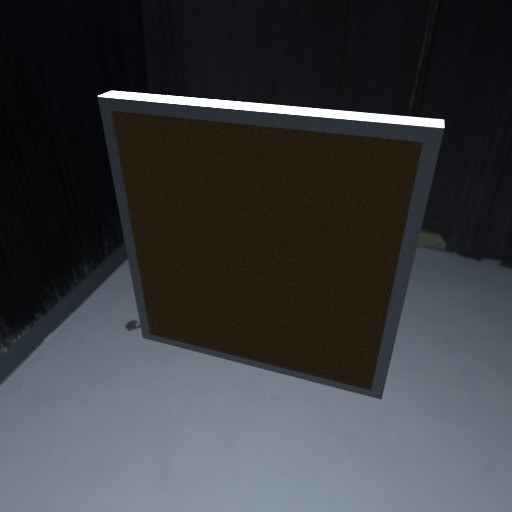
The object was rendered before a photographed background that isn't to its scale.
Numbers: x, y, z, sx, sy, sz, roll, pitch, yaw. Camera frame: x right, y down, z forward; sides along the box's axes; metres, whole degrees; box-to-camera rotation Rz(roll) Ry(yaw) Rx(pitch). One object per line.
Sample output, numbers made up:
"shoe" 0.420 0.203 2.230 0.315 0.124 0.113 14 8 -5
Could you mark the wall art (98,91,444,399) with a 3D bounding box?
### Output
"wall art" 0.000 0.000 0.770 0.506 0.506 0.038 11 34 16
